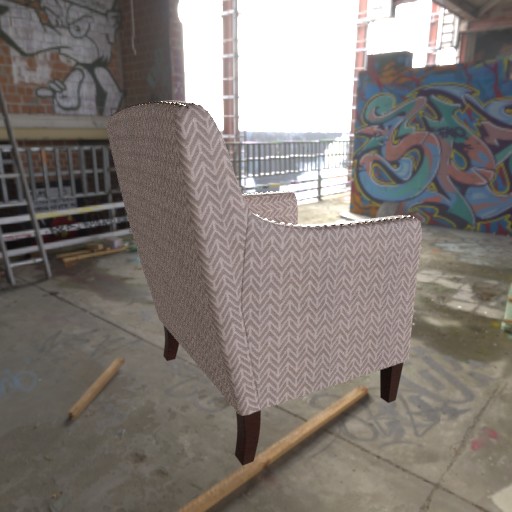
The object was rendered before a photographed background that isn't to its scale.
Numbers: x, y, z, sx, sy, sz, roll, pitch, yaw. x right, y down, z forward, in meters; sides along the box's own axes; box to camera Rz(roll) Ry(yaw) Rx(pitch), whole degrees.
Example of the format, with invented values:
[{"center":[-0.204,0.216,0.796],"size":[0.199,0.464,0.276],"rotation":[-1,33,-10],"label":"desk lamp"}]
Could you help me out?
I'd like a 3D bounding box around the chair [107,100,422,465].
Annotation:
[{"center":[0.000,0.000,1.273],"size":[0.651,0.816,0.623],"rotation":[-8,18,-28],"label":"chair"}]
